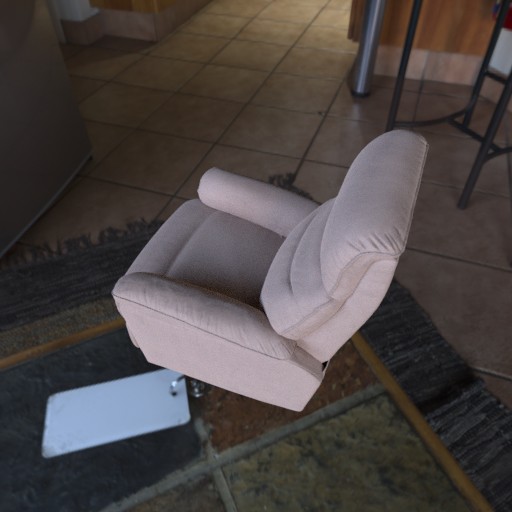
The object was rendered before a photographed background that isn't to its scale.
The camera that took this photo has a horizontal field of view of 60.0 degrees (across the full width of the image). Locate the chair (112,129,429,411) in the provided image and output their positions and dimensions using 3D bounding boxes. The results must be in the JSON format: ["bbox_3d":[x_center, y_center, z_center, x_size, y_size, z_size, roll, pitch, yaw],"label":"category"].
[{"bbox_3d":[0.000,0.000,1.735,1.004,1.037,0.820,16,48,15],"label":"chair"}]
